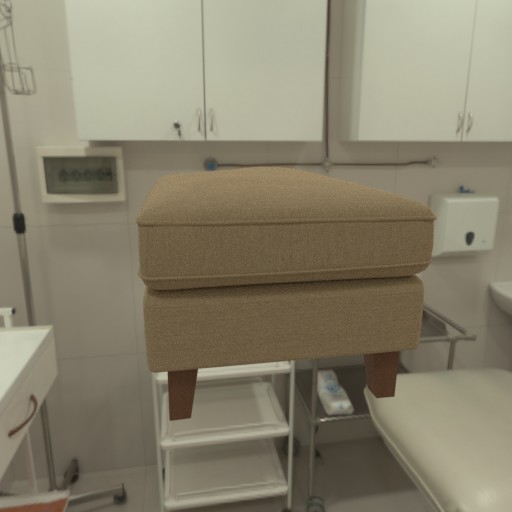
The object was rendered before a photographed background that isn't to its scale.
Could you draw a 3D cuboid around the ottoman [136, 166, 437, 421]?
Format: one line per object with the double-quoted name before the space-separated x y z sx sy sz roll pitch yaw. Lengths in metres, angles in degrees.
"ottoman" 0.000 0.000 1.349 0.636 0.521 0.945 -3 14 -10
